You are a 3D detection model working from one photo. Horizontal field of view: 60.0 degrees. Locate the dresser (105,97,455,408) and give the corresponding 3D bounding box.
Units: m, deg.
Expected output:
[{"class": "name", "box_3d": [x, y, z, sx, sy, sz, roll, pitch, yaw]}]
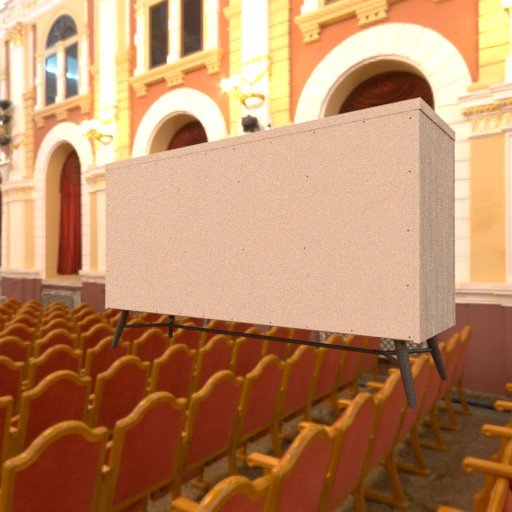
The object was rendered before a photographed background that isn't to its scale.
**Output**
[{"class": "dresser", "box_3d": [0.000, 0.000, 1.922, 1.524, 0.914, 0.457, 0, 0, 36]}]
